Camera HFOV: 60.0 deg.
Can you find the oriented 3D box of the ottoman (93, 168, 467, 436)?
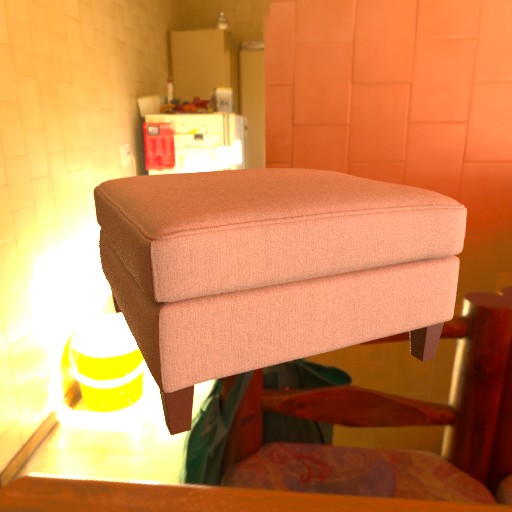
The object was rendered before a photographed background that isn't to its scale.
[{"bbox_3d":[0.000,0.000,1.359,0.838,0.503,0.838,-8,18,-25],"label":"ottoman"}]
